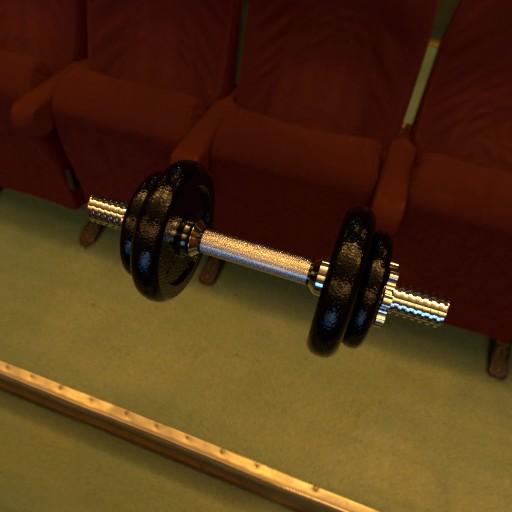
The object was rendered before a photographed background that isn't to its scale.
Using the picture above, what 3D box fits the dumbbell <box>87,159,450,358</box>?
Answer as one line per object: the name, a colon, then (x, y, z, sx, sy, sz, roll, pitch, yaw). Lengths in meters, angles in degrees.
dumbbell: (0.000, 0.000, 0.597, 0.497, 0.202, 0.202, 17, 60, 10)
